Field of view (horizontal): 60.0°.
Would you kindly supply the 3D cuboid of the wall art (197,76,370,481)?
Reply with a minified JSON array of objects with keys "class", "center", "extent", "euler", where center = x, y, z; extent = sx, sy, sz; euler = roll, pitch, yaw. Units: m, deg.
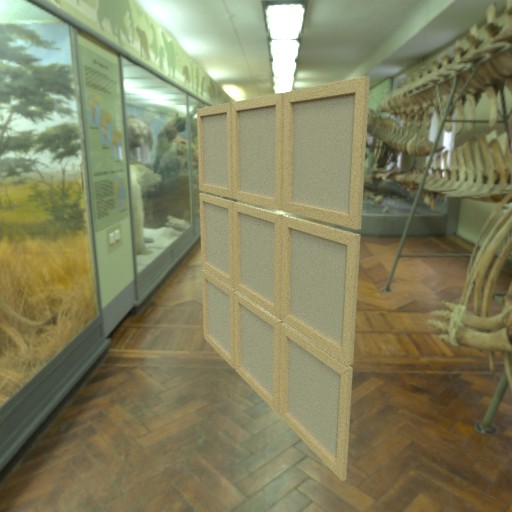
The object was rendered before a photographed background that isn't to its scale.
[{"class":"wall art","center":[0.000,0.000,1.789],"extent":[0.016,1.207,1.217],"euler":[-7,16,-27]}]
